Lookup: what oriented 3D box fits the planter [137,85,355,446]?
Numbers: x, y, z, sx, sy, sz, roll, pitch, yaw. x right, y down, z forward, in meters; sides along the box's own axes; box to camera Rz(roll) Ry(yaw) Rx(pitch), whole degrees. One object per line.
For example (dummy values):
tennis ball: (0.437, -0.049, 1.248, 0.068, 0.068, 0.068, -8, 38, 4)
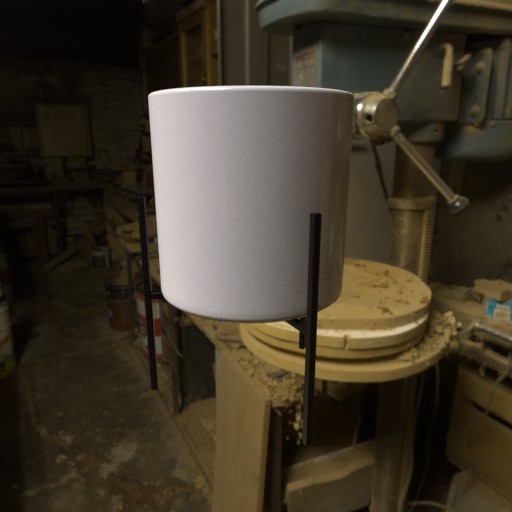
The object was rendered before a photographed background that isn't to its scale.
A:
planter: (0.000, 0.000, 0.518, 0.239, 0.356, 0.239, -8, 18, -26)
